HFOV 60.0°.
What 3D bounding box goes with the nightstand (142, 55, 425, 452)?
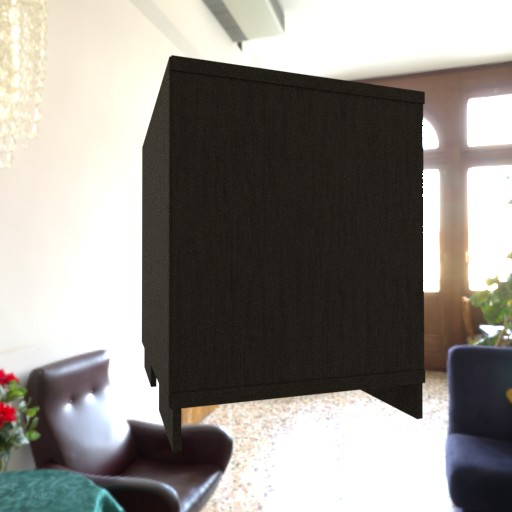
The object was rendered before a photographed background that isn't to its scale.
[{"bbox_3d":[0.000,0.000,0.753,0.347,0.448,0.427,0,-1,-18],"label":"nightstand"}]
